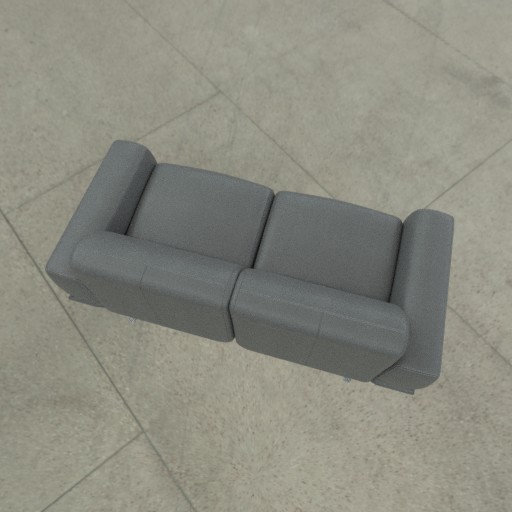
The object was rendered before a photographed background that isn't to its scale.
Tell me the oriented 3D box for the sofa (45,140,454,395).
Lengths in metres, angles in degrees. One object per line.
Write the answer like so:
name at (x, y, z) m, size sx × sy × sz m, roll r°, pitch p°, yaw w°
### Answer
sofa at (0.000, 0.000, 2.336) m, size 1.901 × 0.772 × 0.900 m, roll 14°, pitch 64°, yaw 7°
